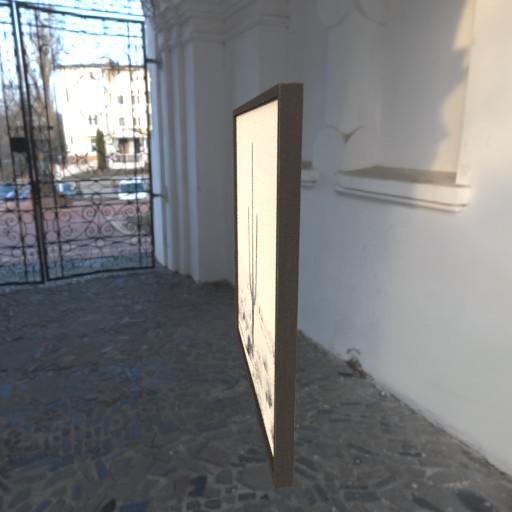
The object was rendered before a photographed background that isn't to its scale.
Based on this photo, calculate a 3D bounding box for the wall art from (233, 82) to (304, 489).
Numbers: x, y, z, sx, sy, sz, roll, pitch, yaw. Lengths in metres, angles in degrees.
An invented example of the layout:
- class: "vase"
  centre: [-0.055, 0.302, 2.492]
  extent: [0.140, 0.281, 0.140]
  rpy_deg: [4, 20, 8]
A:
- class: "wall art"
  centre: [0.000, 0.000, 1.154]
  extent: [0.038, 0.762, 0.762]
  rpy_deg: [-2, 15, -8]
